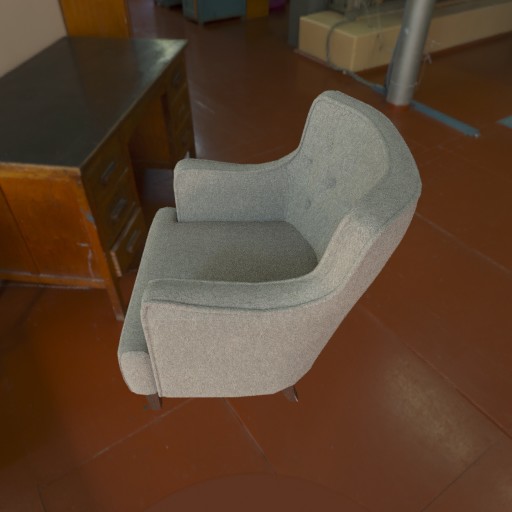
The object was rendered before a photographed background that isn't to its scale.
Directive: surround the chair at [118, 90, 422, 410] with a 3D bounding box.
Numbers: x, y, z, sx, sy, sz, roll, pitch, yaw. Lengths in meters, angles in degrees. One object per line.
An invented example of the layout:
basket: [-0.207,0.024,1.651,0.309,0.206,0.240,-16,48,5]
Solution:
chair: [0.000,0.000,1.576,0.910,0.920,0.820,0,42,0]
